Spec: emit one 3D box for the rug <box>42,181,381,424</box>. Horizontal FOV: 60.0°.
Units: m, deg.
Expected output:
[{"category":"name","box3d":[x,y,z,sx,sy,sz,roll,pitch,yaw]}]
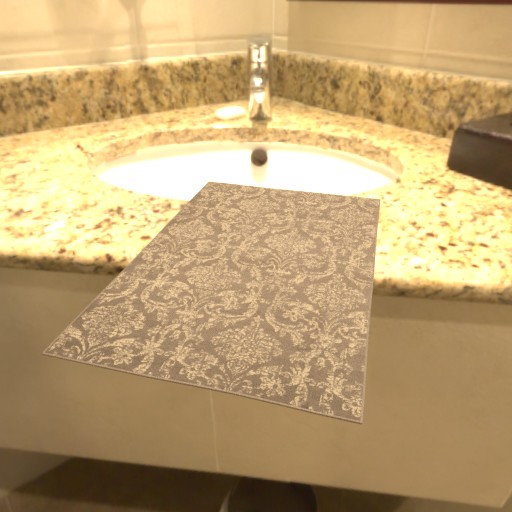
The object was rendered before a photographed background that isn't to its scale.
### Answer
[{"category":"rug","box3d":[0.000,0.000,3.479,1.819,0.018,2.746,8,32,13]}]
